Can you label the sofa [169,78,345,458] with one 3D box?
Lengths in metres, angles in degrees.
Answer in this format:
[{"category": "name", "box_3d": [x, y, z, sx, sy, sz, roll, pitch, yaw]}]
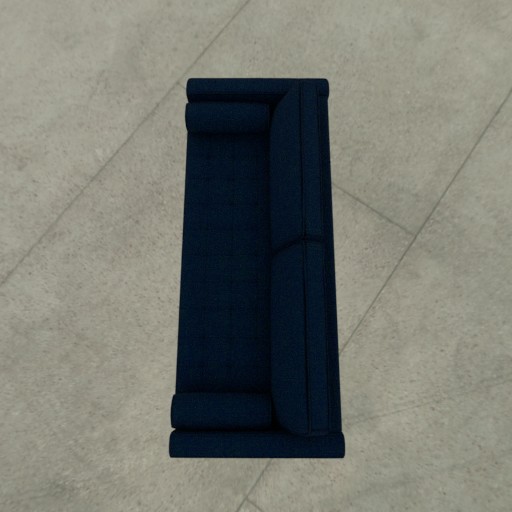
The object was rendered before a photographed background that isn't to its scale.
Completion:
[{"category": "sofa", "box_3d": [0.000, 0.000, 2.676, 0.914, 0.762, 2.210, 0, 75, 0]}]
